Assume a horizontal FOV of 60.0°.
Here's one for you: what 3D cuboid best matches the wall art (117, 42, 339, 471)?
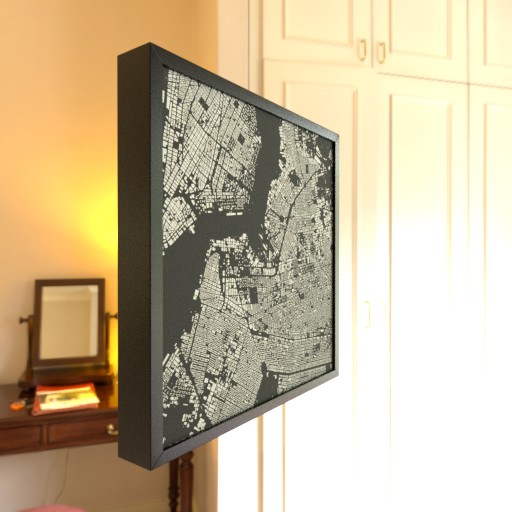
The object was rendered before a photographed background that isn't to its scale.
[{"bbox_3d":[0.000,0.000,0.440,0.037,0.299,0.299,0,0,36],"label":"wall art"}]
